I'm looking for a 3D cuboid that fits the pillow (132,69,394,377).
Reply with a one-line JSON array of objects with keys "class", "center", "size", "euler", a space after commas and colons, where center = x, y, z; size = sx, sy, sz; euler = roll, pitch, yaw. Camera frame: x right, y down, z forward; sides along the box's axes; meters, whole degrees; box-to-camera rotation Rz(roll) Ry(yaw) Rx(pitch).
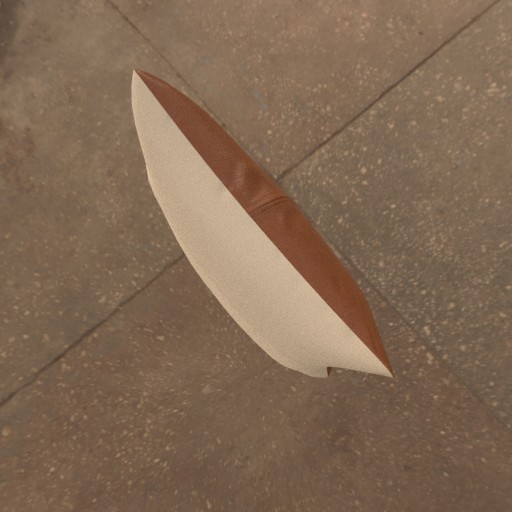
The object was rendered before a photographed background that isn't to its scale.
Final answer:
[{"class": "pillow", "center": [0.000, 0.000, 0.760], "size": [0.192, 0.477, 0.501], "euler": [-37, 78, -9]}]
